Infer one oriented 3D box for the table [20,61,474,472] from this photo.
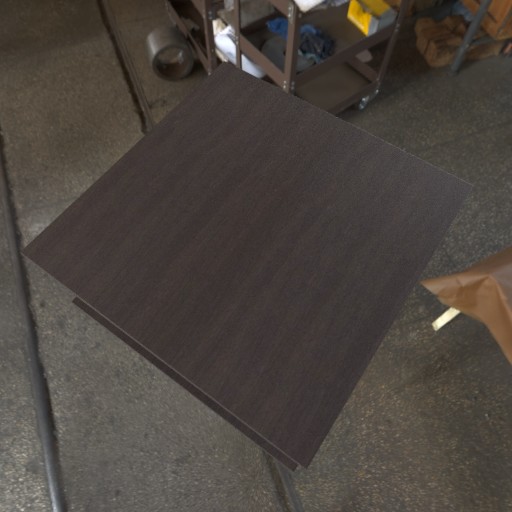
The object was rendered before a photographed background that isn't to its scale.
[{"bbox_3d":[0.000,0.000,1.213,0.762,0.396,0.762,32,67,15],"label":"table"}]
